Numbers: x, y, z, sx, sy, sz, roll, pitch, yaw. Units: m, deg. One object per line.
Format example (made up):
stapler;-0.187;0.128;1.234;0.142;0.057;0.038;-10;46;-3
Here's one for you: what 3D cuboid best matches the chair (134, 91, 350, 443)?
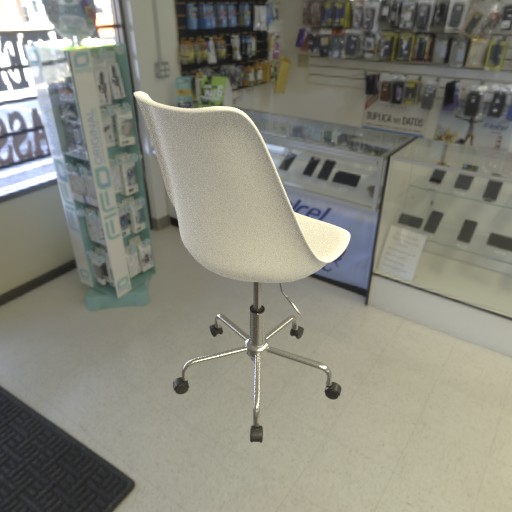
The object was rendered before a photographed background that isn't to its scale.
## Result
chair;0.000;0.000;1.261;0.550;0.930;0.550;21;36;32
